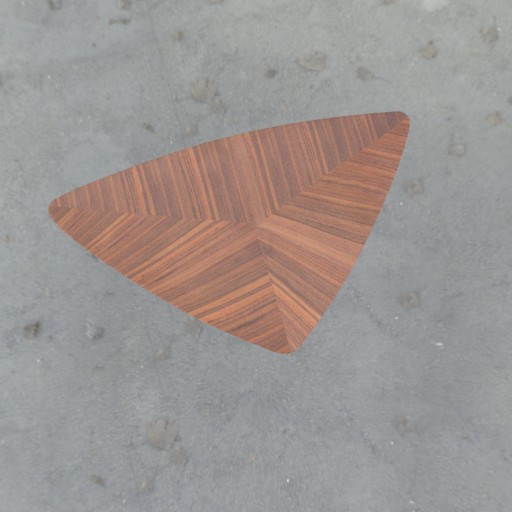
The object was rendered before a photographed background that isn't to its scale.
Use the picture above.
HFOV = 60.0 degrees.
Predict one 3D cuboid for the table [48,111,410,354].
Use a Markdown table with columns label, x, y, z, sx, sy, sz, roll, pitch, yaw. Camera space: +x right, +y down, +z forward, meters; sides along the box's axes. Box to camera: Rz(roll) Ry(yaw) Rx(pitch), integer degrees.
| label | x | y | z | sx | sy | sz | roll | pitch | yaw |
| --- | --- | --- | --- | --- | --- | --- | --- | --- | --- |
| table | 0.000 | 0.000 | 1.318 | 1.008 | 0.365 | 0.601 | -15 | 76 | -4 |
